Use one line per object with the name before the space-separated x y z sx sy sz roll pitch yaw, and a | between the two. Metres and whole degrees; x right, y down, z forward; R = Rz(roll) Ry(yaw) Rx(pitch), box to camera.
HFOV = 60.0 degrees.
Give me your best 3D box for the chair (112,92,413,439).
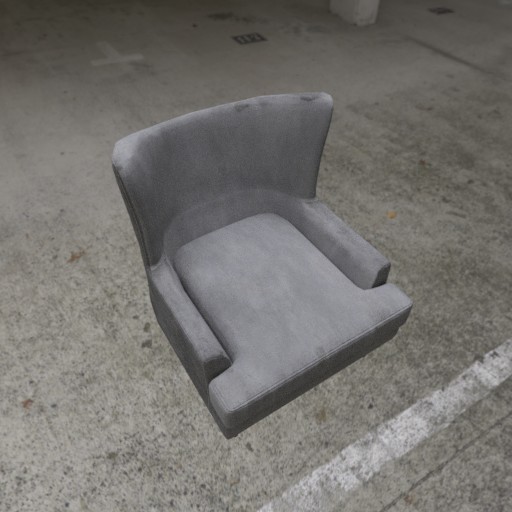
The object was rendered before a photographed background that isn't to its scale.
chair | 0.000 0.000 1.643 0.784 0.950 0.906 -24 51 -22
